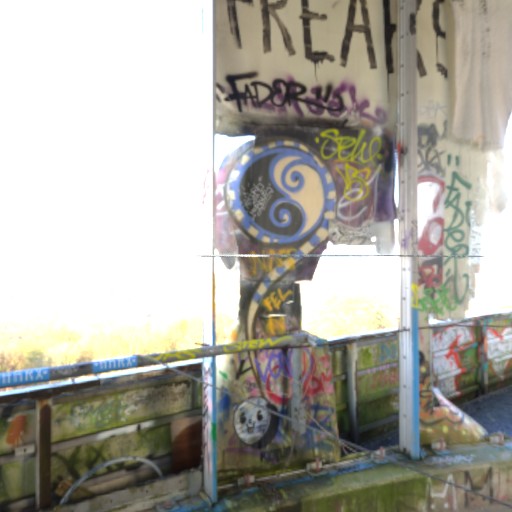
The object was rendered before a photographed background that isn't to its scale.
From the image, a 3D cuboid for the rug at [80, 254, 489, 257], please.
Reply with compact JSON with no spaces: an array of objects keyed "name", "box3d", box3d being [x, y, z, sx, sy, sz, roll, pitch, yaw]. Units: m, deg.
[{"name":"rug","box3d":[0.000,0.000,2.761,1.522,0.013,2.133,0,0,-37]}]
